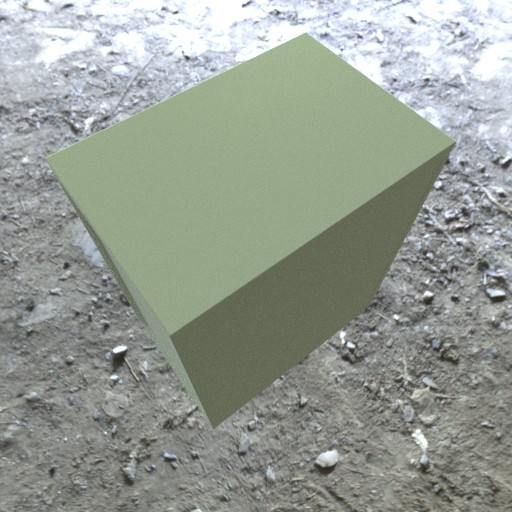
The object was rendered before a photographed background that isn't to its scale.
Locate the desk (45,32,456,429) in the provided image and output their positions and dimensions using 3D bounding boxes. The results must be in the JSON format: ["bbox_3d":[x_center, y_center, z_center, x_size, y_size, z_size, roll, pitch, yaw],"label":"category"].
[{"bbox_3d":[0.000,0.000,1.081,0.600,0.730,0.404,-33,65,-18],"label":"desk"}]
